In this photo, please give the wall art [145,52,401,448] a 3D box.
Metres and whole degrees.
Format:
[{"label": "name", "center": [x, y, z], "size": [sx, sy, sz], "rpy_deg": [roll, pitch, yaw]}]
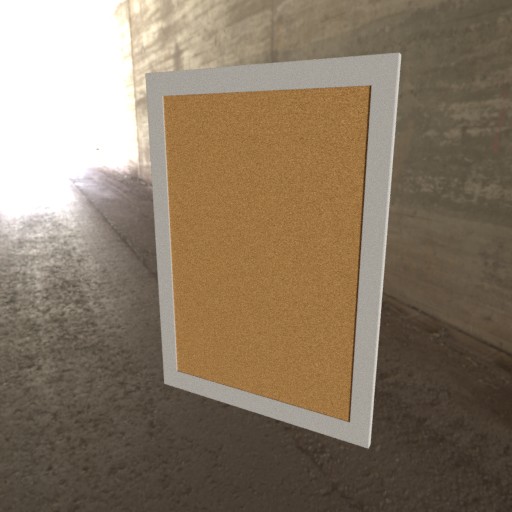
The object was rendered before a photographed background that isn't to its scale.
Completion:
[{"label": "wall art", "center": [0.000, 0.000, 0.661], "size": [0.374, 0.529, 0.012], "rpy_deg": [8, 17, 27]}]
